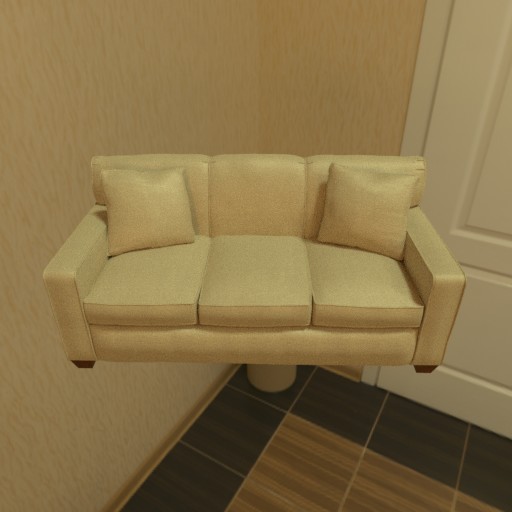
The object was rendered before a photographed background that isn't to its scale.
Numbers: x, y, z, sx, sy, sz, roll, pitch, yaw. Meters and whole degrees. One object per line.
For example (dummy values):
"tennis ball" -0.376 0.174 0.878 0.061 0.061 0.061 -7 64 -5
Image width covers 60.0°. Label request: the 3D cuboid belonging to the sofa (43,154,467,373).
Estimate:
"sofa" 0.000 0.000 2.543 2.024 0.958 0.997 1 31 1
